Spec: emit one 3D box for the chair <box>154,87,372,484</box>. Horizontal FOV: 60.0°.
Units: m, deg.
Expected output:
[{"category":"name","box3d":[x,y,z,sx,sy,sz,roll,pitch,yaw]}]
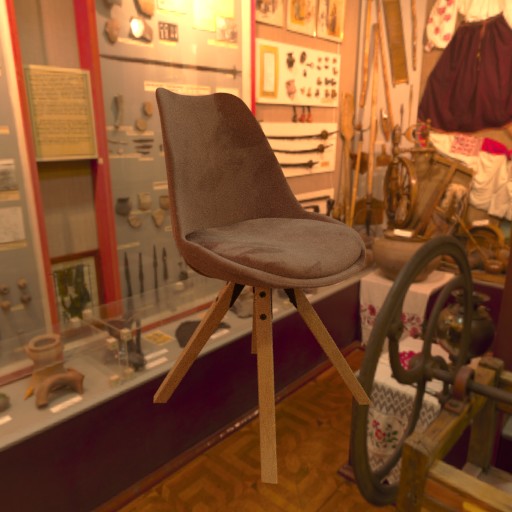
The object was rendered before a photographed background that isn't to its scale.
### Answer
[{"category":"chair","box3d":[0.000,0.000,1.167,0.550,0.850,0.485,15,22,42]}]
